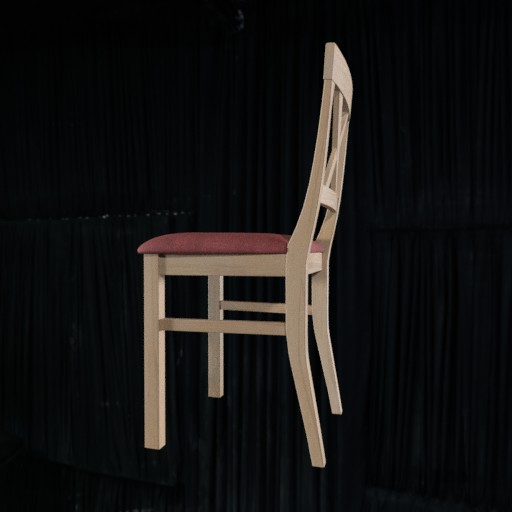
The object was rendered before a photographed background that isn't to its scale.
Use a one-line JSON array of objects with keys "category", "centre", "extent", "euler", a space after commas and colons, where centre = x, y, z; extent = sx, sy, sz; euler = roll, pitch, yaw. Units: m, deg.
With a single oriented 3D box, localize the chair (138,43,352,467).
[{"category": "chair", "centre": [0.000, 0.000, 1.182], "extent": [0.492, 0.912, 0.439], "euler": [0, 1, 17]}]
